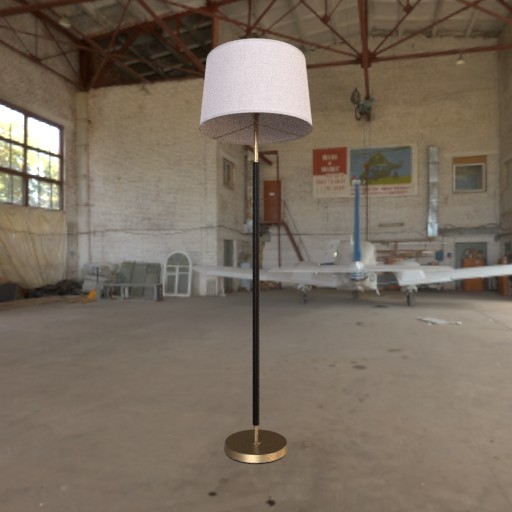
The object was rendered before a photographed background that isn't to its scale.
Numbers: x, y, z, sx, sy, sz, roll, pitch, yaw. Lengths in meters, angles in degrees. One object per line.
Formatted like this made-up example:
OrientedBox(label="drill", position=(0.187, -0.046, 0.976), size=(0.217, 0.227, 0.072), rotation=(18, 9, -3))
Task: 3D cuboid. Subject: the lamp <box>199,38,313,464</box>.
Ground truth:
OrientedBox(label="lamp", position=(0.000, 0.000, 1.658), size=(0.420, 1.447, 0.420), rotation=(0, 0, 0))
